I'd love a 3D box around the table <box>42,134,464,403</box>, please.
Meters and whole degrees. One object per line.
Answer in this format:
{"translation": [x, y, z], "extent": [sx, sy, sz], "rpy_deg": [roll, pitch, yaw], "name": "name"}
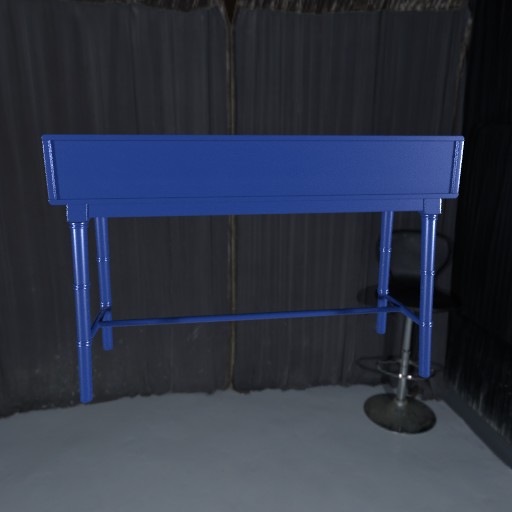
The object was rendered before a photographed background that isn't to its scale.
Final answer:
{"translation": [0.000, 0.000, 1.441], "extent": [1.118, 0.749, 0.399], "rpy_deg": [-2, 14, -8], "name": "table"}
